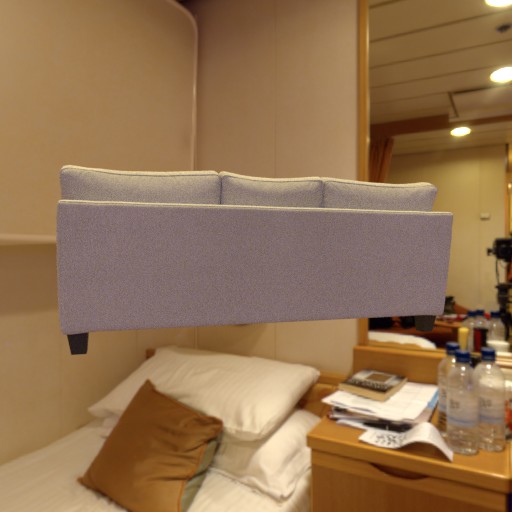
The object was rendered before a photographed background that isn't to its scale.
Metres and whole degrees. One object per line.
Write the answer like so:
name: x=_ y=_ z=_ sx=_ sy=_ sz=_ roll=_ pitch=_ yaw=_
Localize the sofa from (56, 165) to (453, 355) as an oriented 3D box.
sofa: x=0.000 y=0.000 z=2.917 sx=2.323 sy=0.991 sz=1.016 roll=0 pitch=1 yaw=-17
